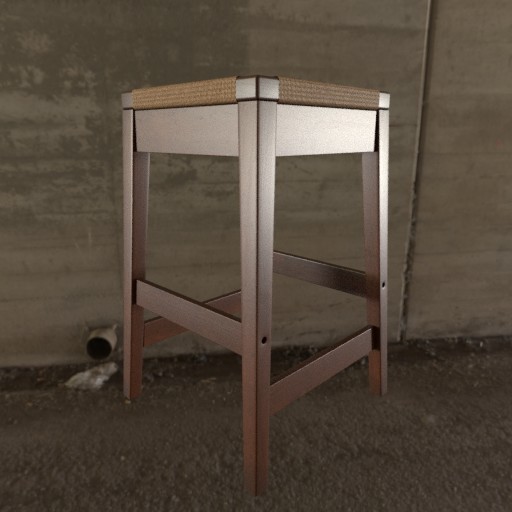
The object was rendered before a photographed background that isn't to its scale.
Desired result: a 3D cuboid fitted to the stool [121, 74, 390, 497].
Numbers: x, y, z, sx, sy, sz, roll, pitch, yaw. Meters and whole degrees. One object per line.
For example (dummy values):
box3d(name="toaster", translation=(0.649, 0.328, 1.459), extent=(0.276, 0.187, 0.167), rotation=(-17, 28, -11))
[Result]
box3d(name="stool", translation=(0.000, 0.000, 1.088), extent=(0.497, 0.762, 0.507), rotation=(15, 21, 43))
